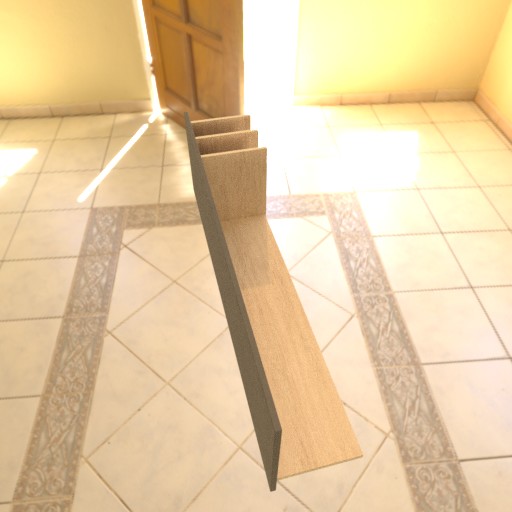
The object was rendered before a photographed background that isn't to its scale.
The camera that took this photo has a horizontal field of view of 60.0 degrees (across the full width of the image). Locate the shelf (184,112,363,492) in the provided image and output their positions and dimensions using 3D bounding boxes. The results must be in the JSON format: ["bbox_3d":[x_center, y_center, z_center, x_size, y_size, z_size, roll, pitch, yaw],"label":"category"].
[{"bbox_3d":[0.000,0.000,1.149,0.200,0.300,1.020,-10,47,-10],"label":"shelf"}]
